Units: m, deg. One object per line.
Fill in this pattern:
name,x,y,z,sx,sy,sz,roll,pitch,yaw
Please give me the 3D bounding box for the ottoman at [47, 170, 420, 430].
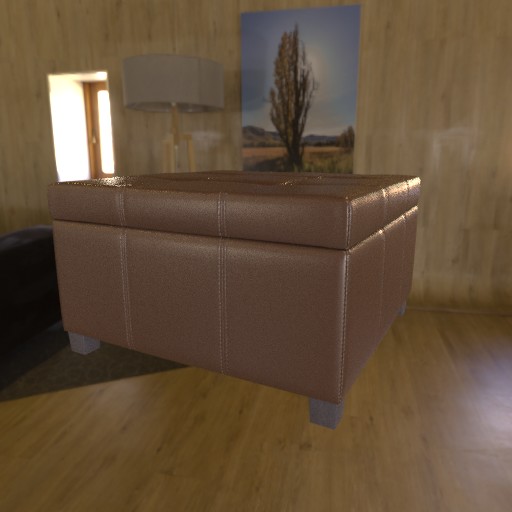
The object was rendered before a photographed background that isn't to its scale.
ottoman,0.000,0.000,1.301,0.788,0.460,0.787,7,15,27
